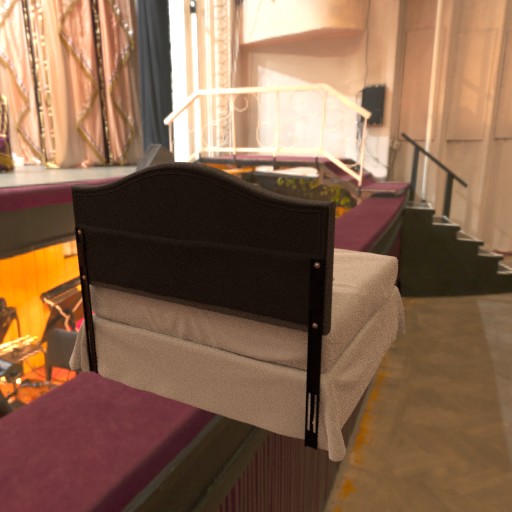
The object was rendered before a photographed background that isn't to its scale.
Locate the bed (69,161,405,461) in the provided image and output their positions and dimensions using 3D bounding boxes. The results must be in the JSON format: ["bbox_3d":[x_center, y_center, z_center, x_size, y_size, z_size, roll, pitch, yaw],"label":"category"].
[{"bbox_3d":[0.000,0.000,3.767,2.314,1.651,2.219,8,17,28],"label":"bed"}]
